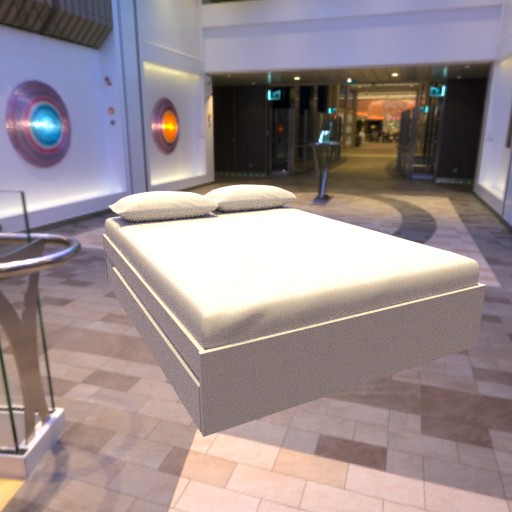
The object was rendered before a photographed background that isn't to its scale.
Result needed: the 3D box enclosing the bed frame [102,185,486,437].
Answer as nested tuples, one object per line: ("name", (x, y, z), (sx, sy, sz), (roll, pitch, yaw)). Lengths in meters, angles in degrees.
("bed frame", (0.000, 0.000, 2.612), (1.450, 0.629, 1.950), (-8, 18, -27))
